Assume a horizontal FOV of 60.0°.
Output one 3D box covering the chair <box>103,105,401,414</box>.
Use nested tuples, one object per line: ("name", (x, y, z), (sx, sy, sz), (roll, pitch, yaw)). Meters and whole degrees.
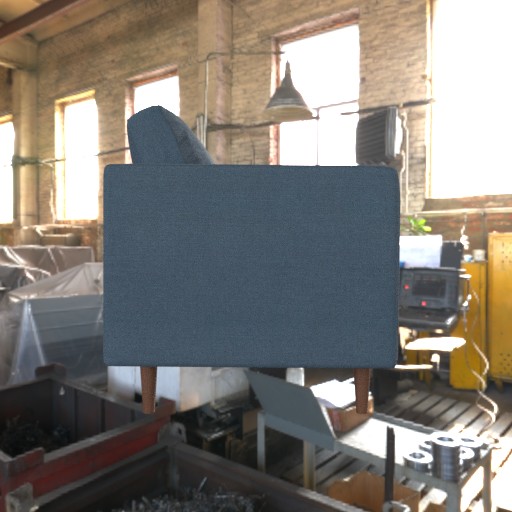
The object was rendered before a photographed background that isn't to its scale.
("chair", (0.000, 0.000, 1.577), (0.820, 0.922, 0.855), (0, 1, 0))
